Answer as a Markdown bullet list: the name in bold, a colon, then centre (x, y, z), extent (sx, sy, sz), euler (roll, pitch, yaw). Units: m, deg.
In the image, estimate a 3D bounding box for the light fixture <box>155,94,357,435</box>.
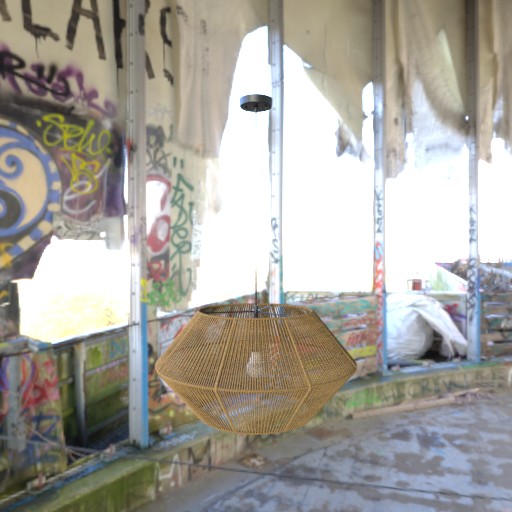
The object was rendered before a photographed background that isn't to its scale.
- **light fixture**: centre (0.000, 0.000, 1.434), extent (0.643, 1.009, 0.643), euler (0, 0, 0)
